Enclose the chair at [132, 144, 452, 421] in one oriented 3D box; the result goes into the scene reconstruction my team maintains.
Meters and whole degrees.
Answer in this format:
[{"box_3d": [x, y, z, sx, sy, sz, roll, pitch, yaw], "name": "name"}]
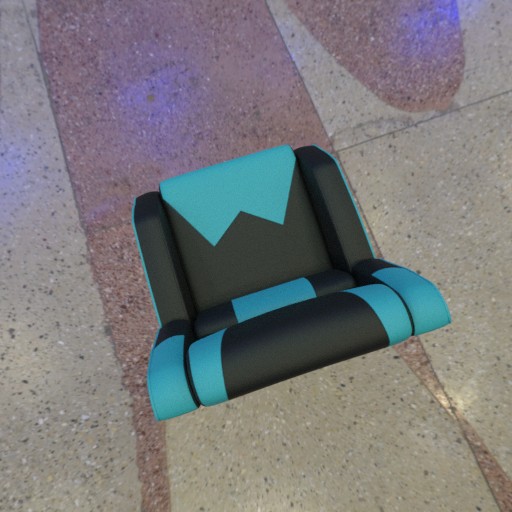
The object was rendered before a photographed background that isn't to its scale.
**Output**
[{"box_3d": [0.000, 0.000, 1.275, 0.620, 0.805, 0.672, -17, 77, -4], "name": "chair"}]
